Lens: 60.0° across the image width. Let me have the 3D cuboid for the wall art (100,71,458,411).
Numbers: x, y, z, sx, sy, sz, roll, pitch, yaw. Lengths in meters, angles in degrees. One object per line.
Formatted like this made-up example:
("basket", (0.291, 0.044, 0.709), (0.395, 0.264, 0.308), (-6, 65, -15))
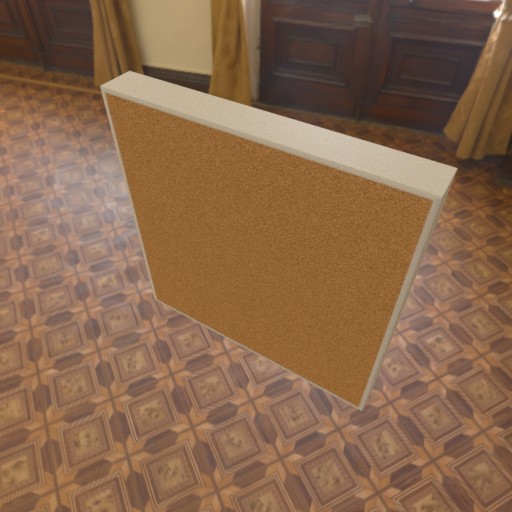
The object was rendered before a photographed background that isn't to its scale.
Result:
("wall art", (0.000, 0.000, 0.461), (0.305, 0.304, 0.038), (24, 50, 22))
